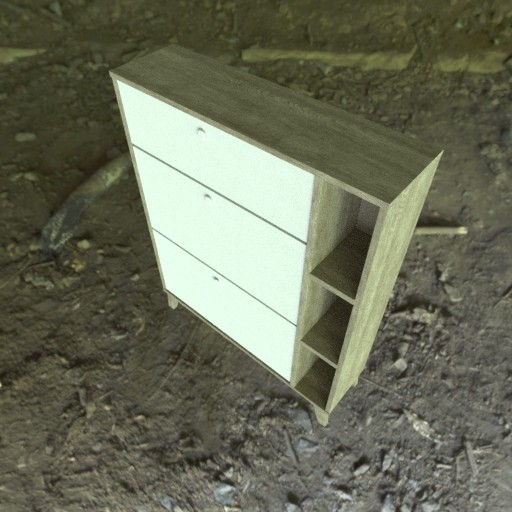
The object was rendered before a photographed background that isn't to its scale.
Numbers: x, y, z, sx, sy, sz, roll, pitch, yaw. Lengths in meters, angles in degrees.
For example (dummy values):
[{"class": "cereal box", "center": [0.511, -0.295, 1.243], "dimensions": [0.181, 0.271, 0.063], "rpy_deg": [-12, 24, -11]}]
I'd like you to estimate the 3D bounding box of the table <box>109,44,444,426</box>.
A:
[{"class": "table", "center": [0.000, 0.000, 1.555], "dimensions": [0.902, 1.135, 0.256], "rpy_deg": [32, 55, 26]}]
